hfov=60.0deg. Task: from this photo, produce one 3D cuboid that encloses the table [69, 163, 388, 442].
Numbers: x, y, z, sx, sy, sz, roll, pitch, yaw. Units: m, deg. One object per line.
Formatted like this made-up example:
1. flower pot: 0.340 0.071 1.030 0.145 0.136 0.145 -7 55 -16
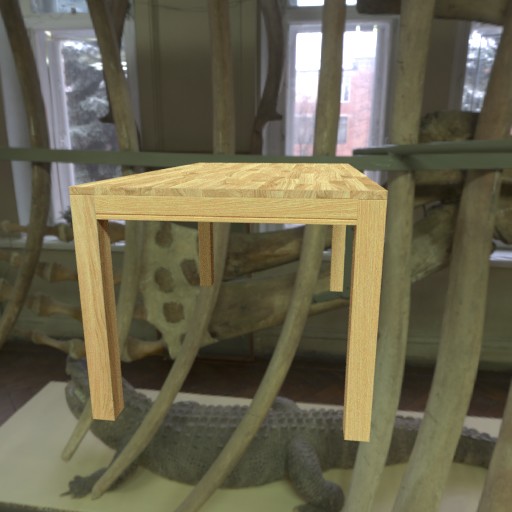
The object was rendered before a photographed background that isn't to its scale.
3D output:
1. table: 0.000 0.000 2.045 0.900 0.770 1.500 2 15 7
